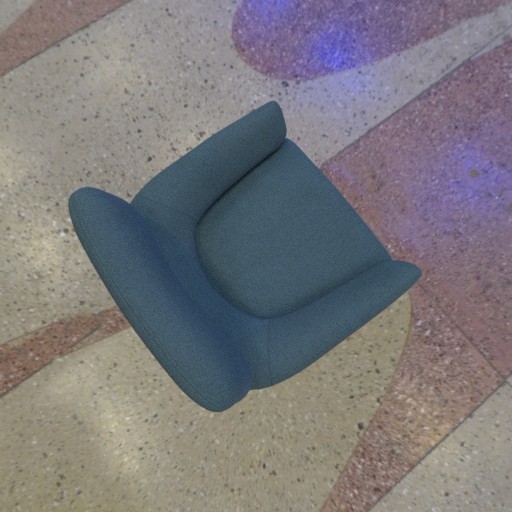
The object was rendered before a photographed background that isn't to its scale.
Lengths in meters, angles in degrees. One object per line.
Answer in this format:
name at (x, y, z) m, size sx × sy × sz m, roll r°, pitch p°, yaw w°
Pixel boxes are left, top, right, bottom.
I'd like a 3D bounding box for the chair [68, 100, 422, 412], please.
chair at (0.000, 0.000, 1.409) m, size 0.761 × 0.813 × 0.738 m, roll -36°, pitch 78°, yaw -9°
